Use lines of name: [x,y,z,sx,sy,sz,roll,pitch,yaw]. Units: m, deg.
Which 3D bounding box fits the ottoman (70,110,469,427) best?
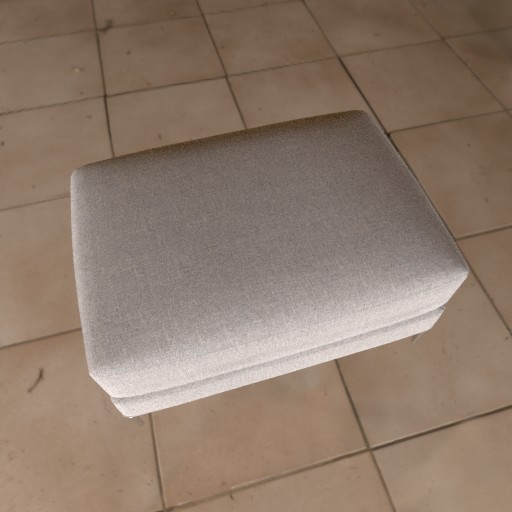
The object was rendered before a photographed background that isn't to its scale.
ottoman: [0.000,0.000,1.161,0.838,0.457,0.584,-14,58,-9]
